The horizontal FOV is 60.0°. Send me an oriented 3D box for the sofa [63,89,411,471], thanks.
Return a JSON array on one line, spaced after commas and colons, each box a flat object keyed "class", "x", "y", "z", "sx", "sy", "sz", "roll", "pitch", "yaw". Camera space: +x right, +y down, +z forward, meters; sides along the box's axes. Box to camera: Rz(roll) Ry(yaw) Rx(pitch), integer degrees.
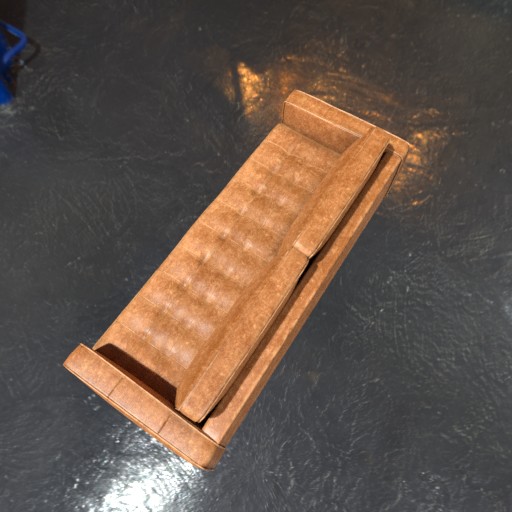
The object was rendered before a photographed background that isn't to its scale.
[{"class": "sofa", "x": 0.000, "y": 0.000, "z": 2.607, "sx": 0.886, "sy": 0.779, "sz": 2.199, "roll": 31, "pitch": 68, "yaw": 14}]
